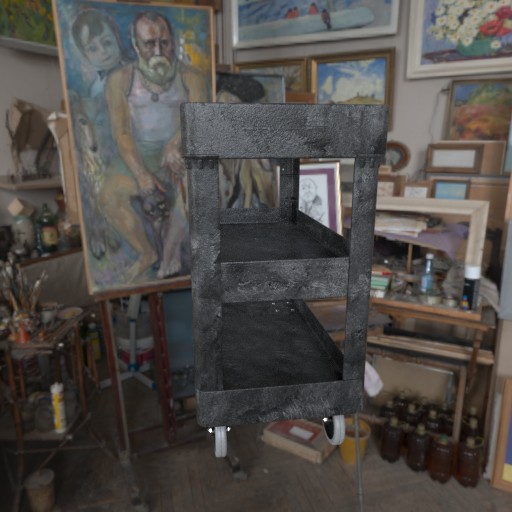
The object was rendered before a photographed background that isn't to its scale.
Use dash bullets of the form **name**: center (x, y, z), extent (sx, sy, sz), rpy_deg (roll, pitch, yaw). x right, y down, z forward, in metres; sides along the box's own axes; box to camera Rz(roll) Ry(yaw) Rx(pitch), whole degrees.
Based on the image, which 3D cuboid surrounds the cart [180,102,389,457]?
- **cart**: center (0.000, 0.000, 1.363), extent (0.420, 0.824, 0.877), rpy_deg (-2, 15, -8)
